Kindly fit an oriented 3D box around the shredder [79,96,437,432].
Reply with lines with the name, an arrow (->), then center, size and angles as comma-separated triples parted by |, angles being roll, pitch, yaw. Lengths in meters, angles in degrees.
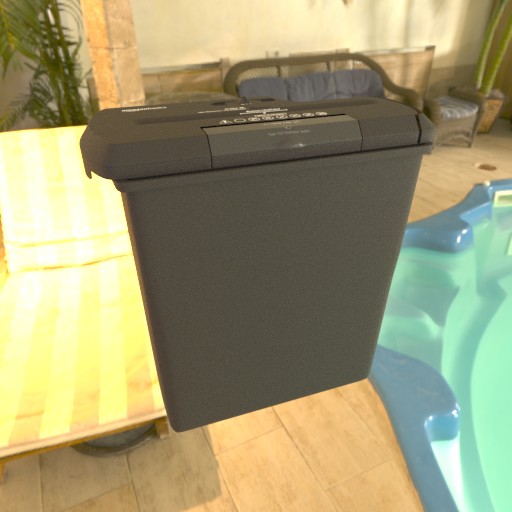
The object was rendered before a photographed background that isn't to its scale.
shredder -> 0.000, 0.000, 0.502 | 0.320, 0.335, 0.170 | -10, 33, -16
